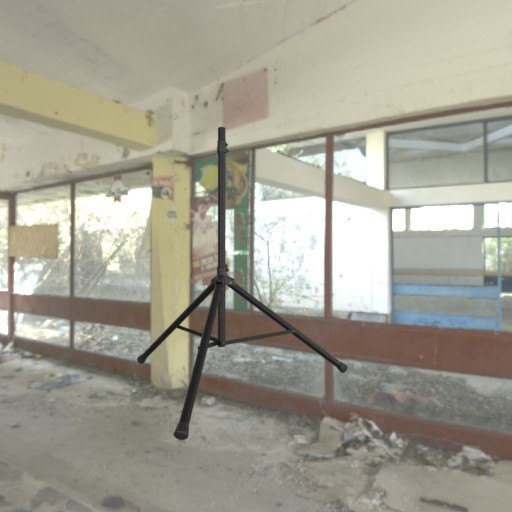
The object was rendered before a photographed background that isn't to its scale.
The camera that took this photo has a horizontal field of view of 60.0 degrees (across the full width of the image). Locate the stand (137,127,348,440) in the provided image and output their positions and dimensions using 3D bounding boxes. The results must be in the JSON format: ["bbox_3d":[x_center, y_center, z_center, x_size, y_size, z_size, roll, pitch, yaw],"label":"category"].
[{"bbox_3d":[0.000,0.000,2.821,1.339,1.595,1.596,0,-1,-20],"label":"stand"}]
